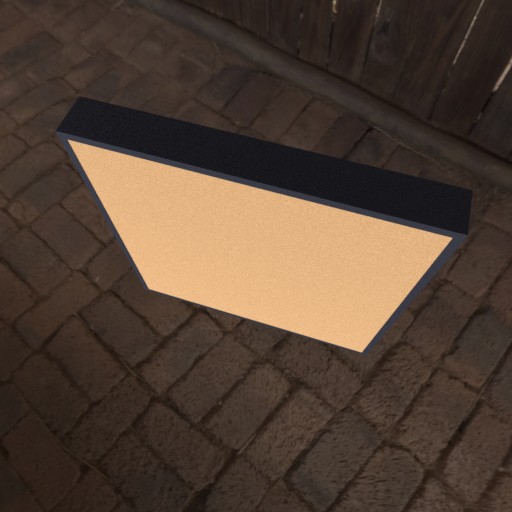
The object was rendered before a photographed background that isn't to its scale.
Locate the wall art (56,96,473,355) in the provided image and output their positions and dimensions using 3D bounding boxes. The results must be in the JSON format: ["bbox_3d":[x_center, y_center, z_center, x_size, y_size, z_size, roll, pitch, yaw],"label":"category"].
[{"bbox_3d":[0.000,0.000,0.456,0.304,0.304,0.038,16,64,8],"label":"wall art"}]
